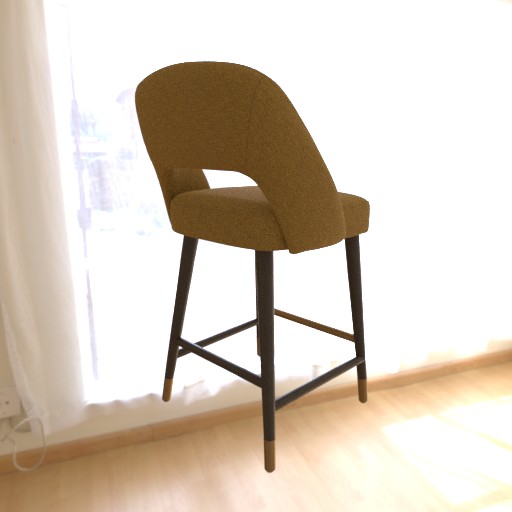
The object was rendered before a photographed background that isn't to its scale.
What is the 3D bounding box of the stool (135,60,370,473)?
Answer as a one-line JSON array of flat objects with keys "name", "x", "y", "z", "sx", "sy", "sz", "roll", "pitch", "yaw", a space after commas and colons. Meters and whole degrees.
[{"name": "stool", "x": 0.000, "y": 0.000, "z": 1.231, "sx": 0.536, "sy": 0.939, "sz": 0.522, "roll": 13, "pitch": 19, "yaw": 43}]
